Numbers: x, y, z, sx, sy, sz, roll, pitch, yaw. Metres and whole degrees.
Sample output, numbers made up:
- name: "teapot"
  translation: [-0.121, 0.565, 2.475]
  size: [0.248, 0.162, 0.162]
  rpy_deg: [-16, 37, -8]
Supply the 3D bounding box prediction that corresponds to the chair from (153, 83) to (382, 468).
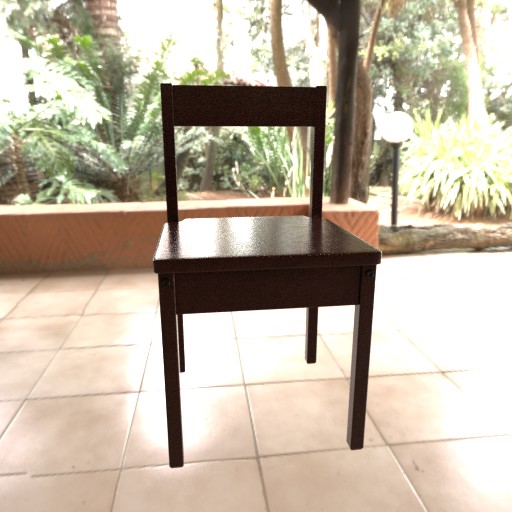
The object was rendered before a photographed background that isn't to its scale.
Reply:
- name: "chair"
  translation: [0.000, 0.000, 0.875]
  size: [0.367, 0.668, 0.361]
  rpy_deg: [-2, 15, -8]
